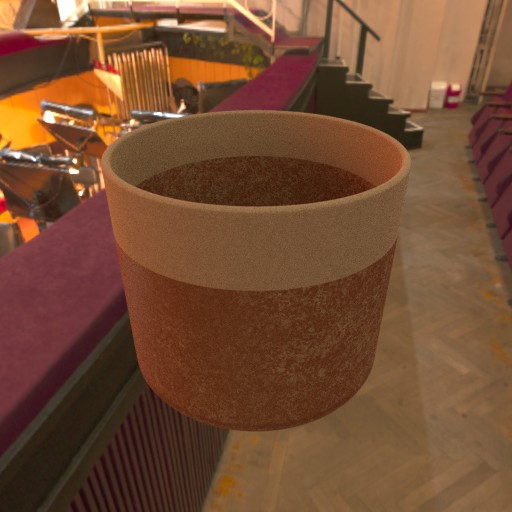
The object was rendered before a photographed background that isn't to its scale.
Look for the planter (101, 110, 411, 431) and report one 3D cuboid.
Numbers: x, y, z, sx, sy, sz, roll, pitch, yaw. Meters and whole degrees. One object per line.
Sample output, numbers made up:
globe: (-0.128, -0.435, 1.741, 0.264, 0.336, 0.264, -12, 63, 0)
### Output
planter: (0.000, 0.000, 0.271, 0.159, 0.138, 0.159, 0, 31, 0)
